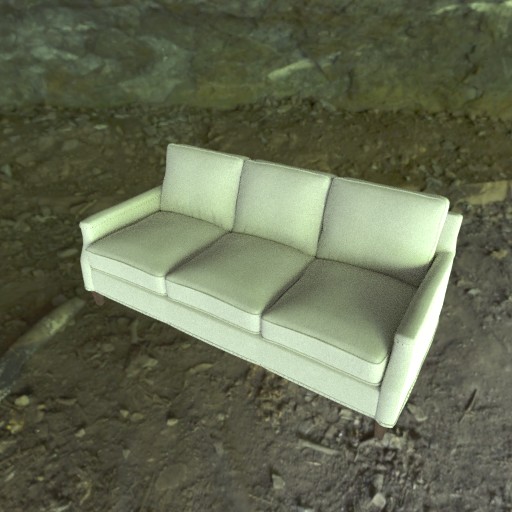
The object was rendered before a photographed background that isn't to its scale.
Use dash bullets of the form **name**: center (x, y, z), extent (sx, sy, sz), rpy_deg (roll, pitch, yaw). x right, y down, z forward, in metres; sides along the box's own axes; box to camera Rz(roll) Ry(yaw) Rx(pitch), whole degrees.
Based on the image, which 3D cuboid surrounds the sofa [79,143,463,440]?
- **sofa**: center (0.000, 0.000, 2.851), extent (2.246, 1.003, 1.084), rpy_deg (18, 35, 28)
